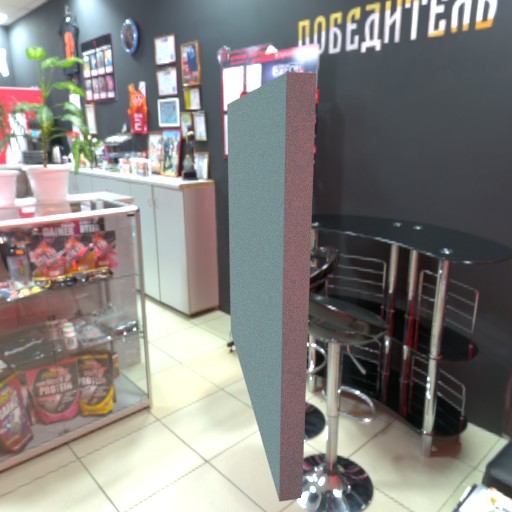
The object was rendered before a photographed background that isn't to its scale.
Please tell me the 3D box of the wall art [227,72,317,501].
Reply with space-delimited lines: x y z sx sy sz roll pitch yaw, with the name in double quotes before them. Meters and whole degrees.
"wall art" 0.000 0.000 0.876 0.036 0.603 0.603 -3 16 -10
